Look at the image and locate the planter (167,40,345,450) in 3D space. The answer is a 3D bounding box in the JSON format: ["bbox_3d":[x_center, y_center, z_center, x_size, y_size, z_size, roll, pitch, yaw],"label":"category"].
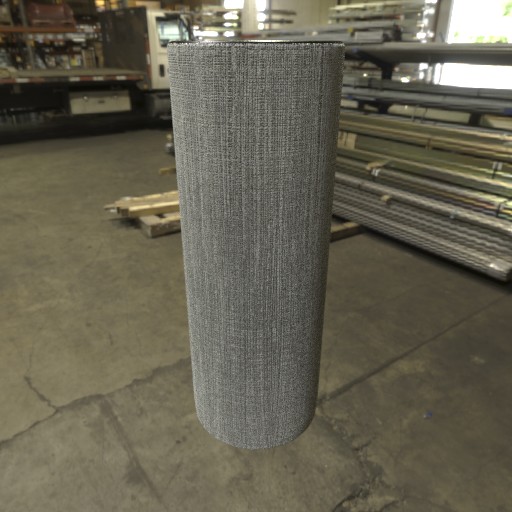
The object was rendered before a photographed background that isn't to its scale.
[{"bbox_3d":[0.000,0.000,0.310,0.100,0.270,0.100,-17,31,-32],"label":"planter"}]
